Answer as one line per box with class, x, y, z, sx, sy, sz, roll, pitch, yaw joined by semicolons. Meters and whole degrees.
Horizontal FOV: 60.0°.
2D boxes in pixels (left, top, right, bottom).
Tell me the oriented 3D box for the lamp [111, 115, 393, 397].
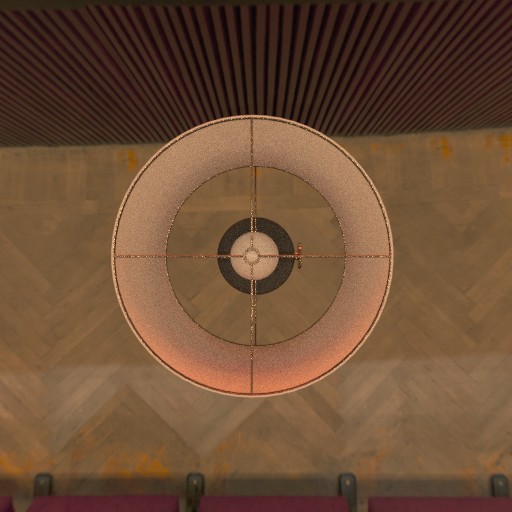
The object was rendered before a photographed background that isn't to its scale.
lamp;0.000;0.000;0.618;0.240;0.482;0.241;0;90;1
